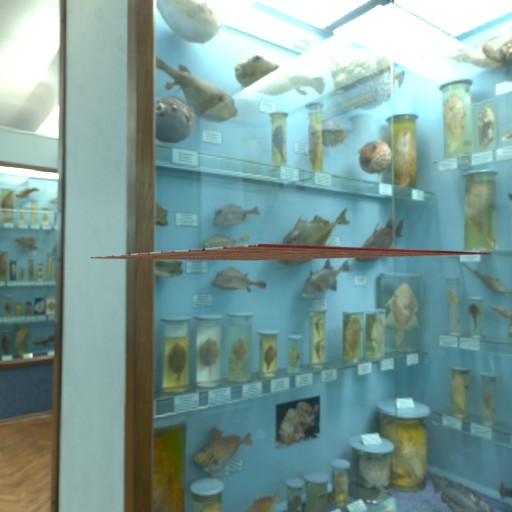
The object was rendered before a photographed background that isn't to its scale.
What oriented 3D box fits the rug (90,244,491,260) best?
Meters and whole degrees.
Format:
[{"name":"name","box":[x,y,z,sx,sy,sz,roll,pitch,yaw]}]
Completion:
[{"name":"rug","box":[0.000,0.000,2.319,1.223,0.008,1.817,1,-2,-35]}]
